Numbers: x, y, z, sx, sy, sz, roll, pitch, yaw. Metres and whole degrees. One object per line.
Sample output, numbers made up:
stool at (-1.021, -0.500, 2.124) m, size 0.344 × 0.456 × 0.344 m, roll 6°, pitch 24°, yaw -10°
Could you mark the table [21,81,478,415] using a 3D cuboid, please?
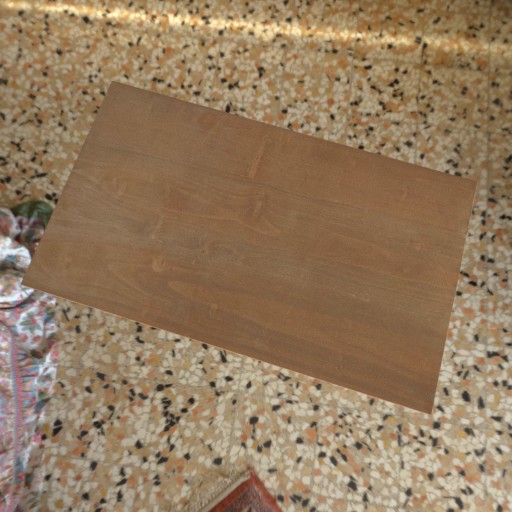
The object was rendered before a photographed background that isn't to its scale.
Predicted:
table at (0.000, 0.000, 2.138) m, size 1.609 × 0.780 × 0.946 m, roll 17°, pitch 76°, yaw 4°
